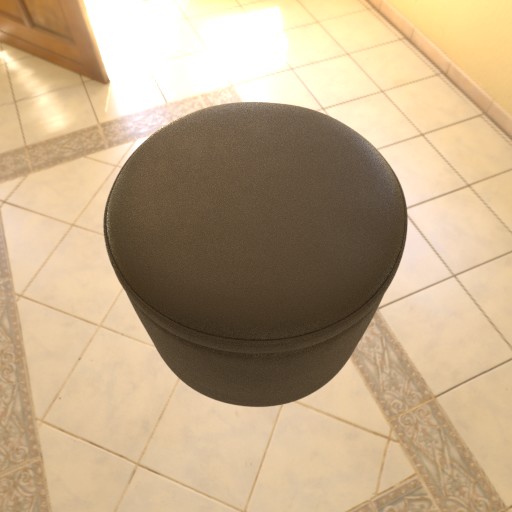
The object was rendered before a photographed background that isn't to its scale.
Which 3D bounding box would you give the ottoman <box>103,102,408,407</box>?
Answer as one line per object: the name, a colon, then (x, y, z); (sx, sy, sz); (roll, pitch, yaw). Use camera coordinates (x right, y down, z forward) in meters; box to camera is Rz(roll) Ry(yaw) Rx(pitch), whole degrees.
ottoman: (0.000, 0.000, 0.873); (0.500, 0.409, 0.500); (0, 58, 0)
